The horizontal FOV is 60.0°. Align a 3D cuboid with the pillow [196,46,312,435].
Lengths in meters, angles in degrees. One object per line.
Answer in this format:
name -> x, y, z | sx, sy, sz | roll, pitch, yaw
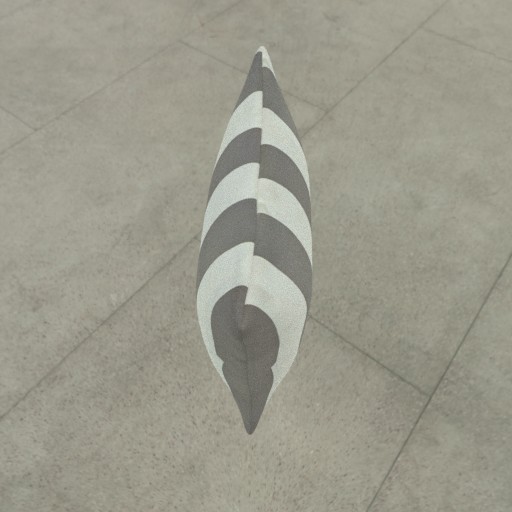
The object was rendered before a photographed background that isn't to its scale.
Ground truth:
pillow -> 0.000, 0.000, 0.808 | 0.192, 0.507, 0.522 | 2, 56, 2
